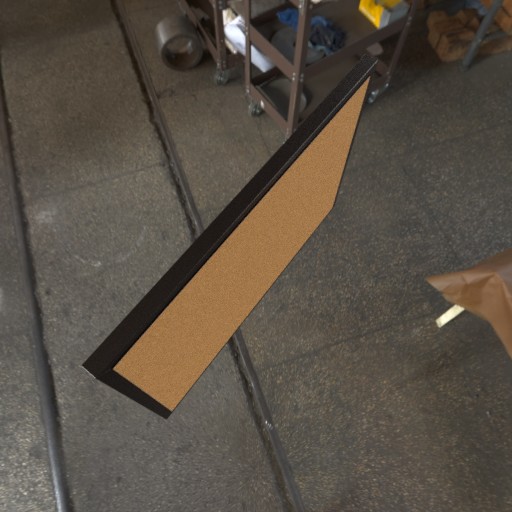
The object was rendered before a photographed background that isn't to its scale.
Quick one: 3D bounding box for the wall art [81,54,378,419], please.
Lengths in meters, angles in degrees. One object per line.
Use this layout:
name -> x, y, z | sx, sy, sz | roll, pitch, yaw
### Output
wall art -> 0.000, 0.000, 0.841 | 0.027, 0.458, 0.657 | 34, 69, 15
